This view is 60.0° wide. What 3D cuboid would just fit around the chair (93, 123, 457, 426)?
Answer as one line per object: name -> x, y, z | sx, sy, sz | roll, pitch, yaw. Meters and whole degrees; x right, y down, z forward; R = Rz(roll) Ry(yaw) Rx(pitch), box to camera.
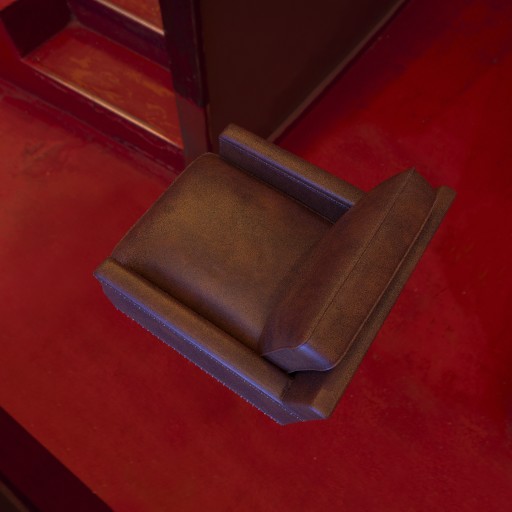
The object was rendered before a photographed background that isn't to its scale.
chair -> 0.000, 0.000, 1.704 | 1.014, 0.929, 0.853 | 31, 68, 14
